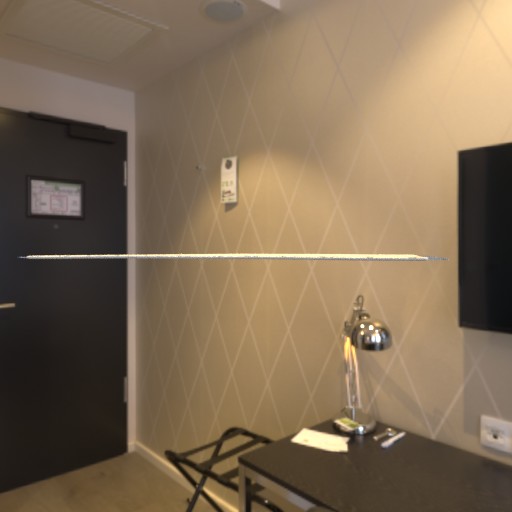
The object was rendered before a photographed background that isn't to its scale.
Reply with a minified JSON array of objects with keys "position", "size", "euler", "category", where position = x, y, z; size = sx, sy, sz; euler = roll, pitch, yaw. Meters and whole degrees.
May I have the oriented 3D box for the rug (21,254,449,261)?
[{"position":[0.000,0.000,4.774],"size":[3.585,0.036,2.892],"euler":[0,1,18],"category":"rug"}]
